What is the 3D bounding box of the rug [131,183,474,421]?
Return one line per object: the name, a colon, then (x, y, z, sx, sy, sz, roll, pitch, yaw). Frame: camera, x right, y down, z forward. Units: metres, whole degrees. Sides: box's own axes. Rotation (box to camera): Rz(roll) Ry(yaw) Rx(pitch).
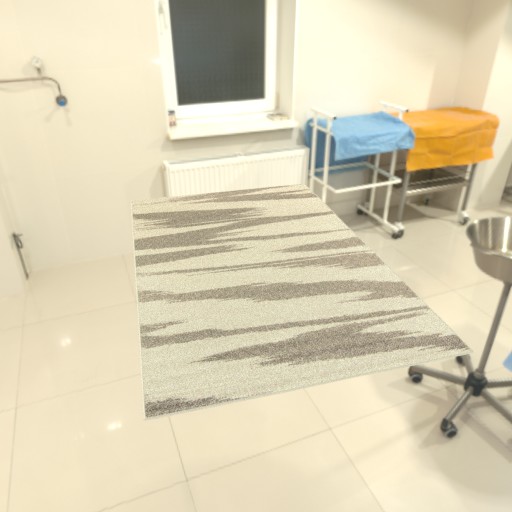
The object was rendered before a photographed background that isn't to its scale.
rug: (0.000, 0.000, 2.298, 1.225, 0.008, 1.827, -8, 31, -13)
